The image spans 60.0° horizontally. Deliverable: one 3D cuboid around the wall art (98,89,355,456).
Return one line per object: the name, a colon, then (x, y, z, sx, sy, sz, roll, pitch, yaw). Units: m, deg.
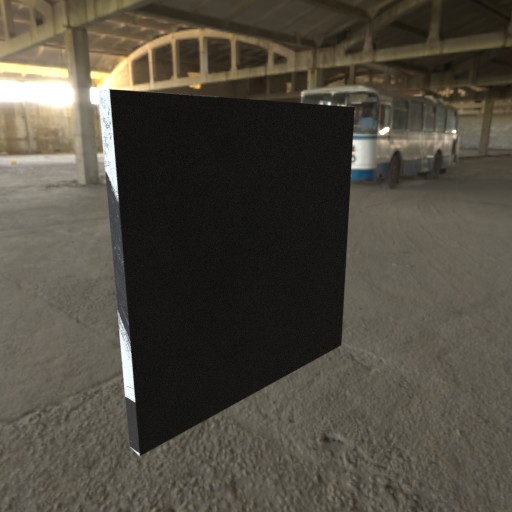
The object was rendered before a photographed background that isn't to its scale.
wall art: (0.000, 0.000, 1.153, 0.765, 0.765, 0.046, -15, 21, -42)
